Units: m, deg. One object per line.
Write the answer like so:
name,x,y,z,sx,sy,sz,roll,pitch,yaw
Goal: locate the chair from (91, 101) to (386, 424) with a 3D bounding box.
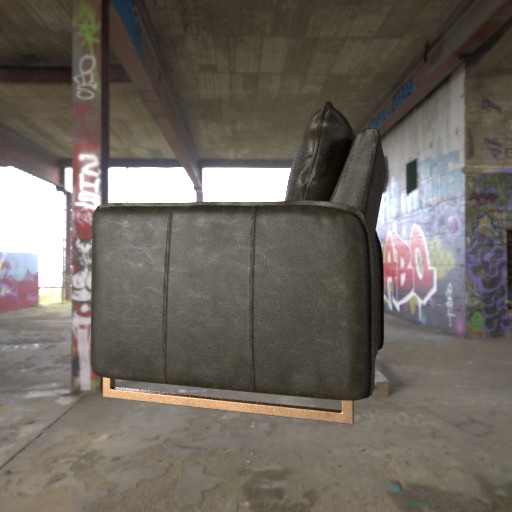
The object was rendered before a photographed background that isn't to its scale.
chair,0.000,0.000,1.654,0.921,0.921,0.830,0,-1,18
